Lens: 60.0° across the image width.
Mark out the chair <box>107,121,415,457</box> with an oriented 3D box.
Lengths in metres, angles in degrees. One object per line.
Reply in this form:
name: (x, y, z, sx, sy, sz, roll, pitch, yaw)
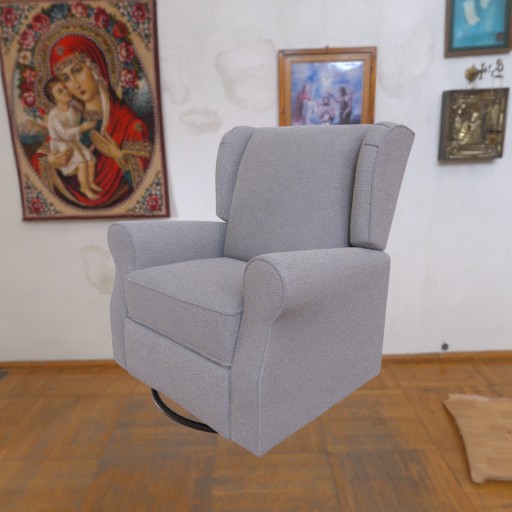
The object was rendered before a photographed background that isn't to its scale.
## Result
chair: (0.000, 0.000, 1.664, 0.906, 0.966, 0.854, 14, 20, 42)
